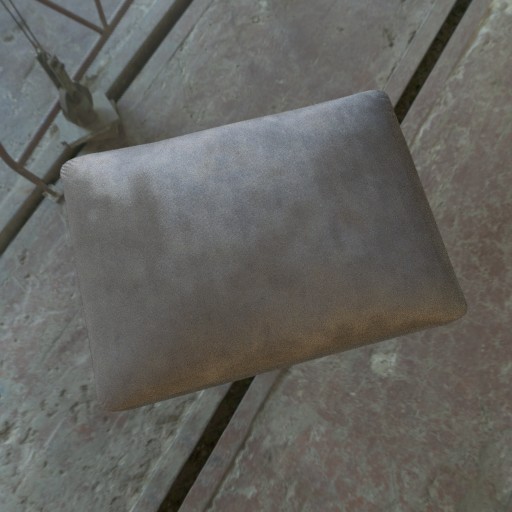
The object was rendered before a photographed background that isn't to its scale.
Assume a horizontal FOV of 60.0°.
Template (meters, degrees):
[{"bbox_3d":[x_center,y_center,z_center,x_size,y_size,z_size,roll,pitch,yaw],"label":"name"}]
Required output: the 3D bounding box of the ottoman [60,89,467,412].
[{"bbox_3d":[0.000,0.000,1.032,0.719,0.456,0.520,-14,77,-3],"label":"ottoman"}]
